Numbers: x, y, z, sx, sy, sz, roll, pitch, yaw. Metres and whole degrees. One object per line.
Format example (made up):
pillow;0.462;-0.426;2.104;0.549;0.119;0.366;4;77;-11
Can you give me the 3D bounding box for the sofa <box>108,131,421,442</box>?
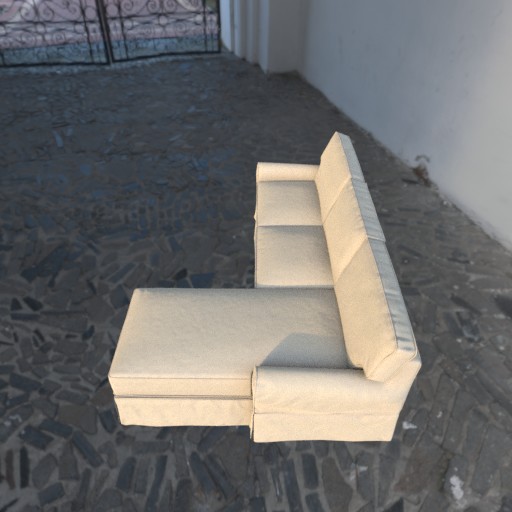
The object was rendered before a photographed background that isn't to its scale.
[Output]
sofa;0.000;0.000;3.359;1.733;0.978;2.475;0;41;0
